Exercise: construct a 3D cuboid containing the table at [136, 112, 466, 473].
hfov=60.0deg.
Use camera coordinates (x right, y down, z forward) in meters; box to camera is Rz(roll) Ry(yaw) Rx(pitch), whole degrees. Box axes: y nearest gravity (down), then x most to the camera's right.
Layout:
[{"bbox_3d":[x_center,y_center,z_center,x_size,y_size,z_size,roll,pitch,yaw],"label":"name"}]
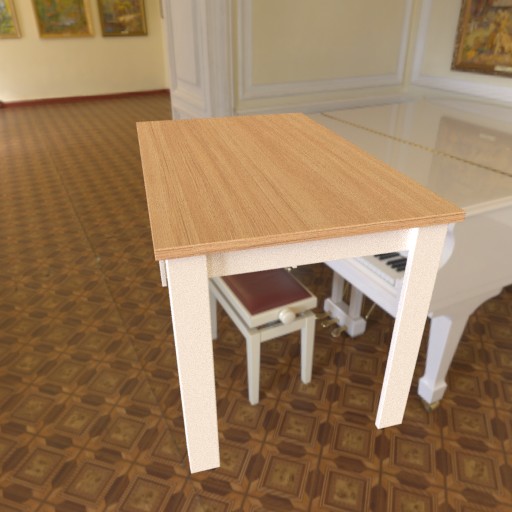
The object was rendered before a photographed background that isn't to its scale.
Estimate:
[{"bbox_3d":[0.000,0.000,1.575,0.700,0.734,1.100,-8,30,-13],"label":"table"}]
